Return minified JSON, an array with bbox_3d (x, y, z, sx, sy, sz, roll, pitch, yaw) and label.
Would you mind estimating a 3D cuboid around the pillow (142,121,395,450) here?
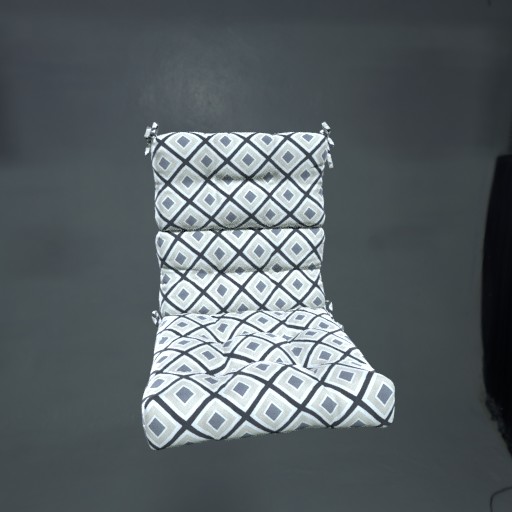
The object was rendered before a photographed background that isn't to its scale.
[{"bbox_3d":[0.000,0.000,1.014,0.519,0.605,0.571,-2,15,-8],"label":"pillow"}]
